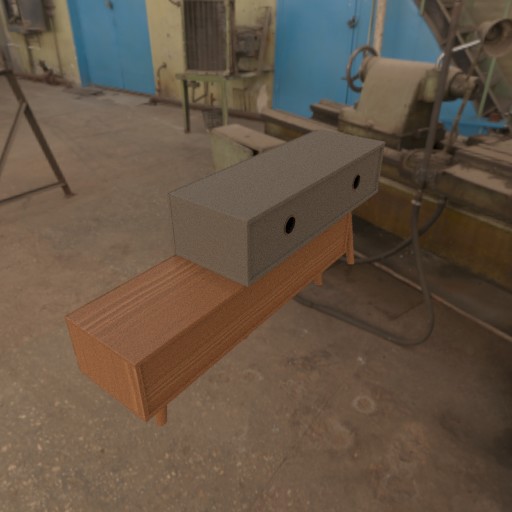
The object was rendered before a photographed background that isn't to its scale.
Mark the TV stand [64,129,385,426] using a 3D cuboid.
[{"bbox_3d":[0.000,0.000,1.630,0.329,0.591,1.336,22,38,32],"label":"TV stand"}]
